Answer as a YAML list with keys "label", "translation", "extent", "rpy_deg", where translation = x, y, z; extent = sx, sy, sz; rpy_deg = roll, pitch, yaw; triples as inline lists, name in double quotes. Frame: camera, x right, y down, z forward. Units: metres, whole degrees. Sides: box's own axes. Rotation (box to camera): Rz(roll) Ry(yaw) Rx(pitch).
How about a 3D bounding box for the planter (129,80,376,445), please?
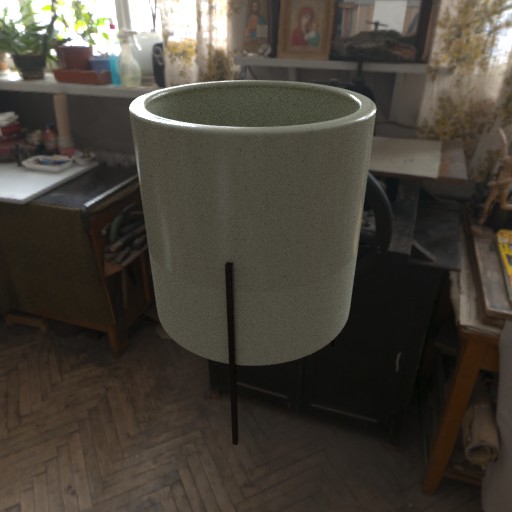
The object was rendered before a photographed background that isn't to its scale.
- label: "planter"
  translation: [0.000, 0.000, 0.698]
  extent: [0.323, 0.475, 0.314]
  rpy_deg: [-11, 32, -18]
